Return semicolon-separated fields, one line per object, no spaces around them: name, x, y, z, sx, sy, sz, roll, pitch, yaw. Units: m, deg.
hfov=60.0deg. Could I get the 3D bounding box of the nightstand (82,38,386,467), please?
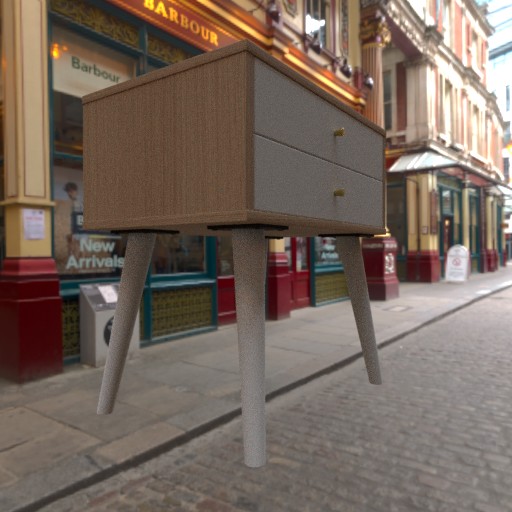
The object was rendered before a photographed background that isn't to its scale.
nightstand;0.000;0.000;0.960;0.407;0.610;0.571;0;0;35
